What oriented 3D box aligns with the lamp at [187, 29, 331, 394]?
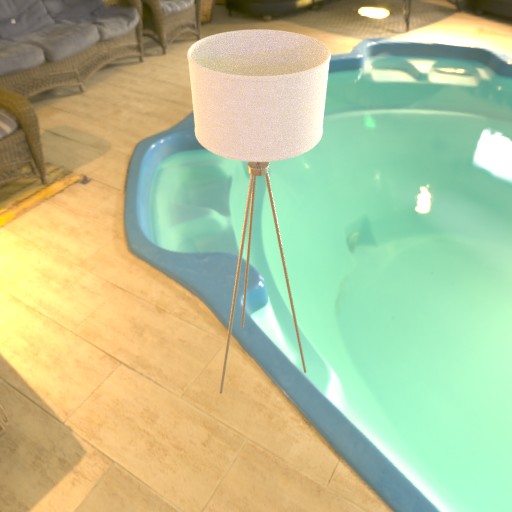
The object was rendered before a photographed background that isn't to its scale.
[{"bbox_3d":[0.000,0.000,1.768,0.448,1.545,0.458,27,49,27],"label":"lamp"}]
